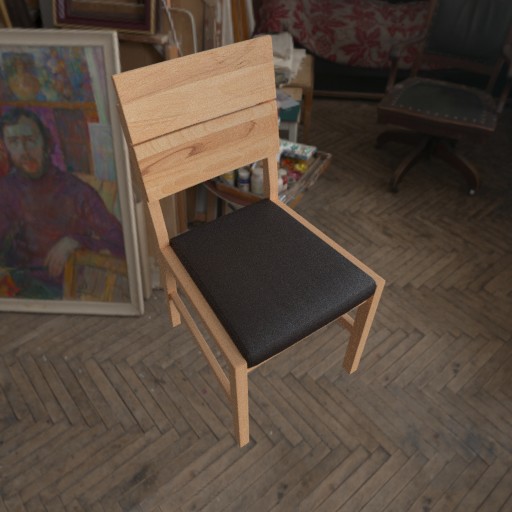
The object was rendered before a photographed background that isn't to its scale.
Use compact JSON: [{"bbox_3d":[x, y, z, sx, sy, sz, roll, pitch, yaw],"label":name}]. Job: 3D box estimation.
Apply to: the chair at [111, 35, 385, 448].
[{"bbox_3d":[0.000,0.000,1.253,0.475,0.950,0.560,-26,52,-22],"label":"chair"}]
